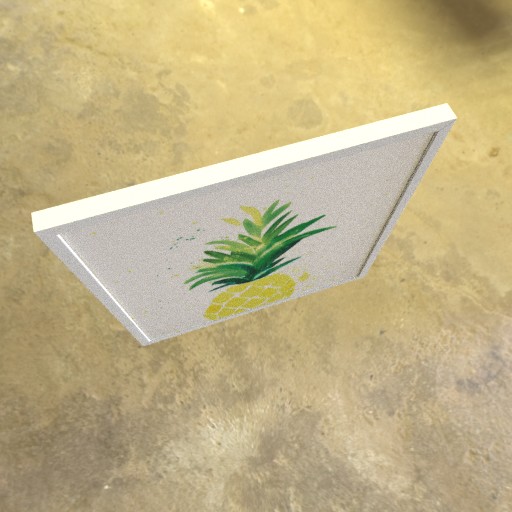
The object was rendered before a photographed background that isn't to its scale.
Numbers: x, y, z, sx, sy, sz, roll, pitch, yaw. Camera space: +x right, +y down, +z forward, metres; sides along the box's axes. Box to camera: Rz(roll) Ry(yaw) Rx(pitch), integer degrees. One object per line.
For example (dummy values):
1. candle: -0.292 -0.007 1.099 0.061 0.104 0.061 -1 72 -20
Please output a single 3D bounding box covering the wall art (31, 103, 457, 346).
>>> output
1. wall art: 0.000 0.000 1.113 0.763 0.761 0.038 -16 66 -8
